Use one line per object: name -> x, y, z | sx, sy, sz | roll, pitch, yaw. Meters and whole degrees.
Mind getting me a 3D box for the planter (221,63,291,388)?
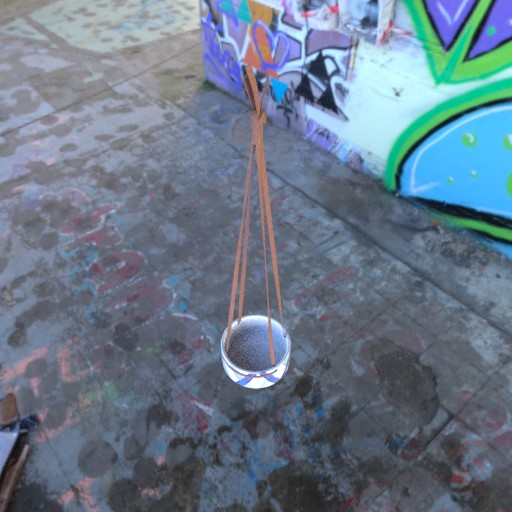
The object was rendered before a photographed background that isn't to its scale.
planter -> 0.000, 0.000, 0.822 | 0.166, 0.751, 0.166 | -31, 53, -27
